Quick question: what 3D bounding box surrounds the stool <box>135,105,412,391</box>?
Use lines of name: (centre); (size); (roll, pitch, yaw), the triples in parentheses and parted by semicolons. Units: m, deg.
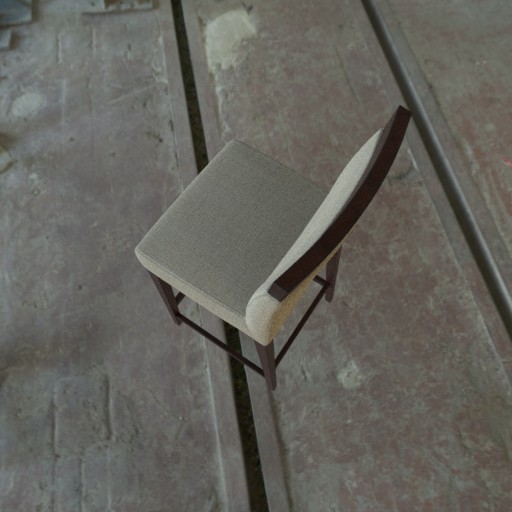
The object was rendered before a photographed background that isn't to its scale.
stool: (0.000, 0.000, 1.277); (0.480, 1.011, 0.463); (31, 68, 14)
